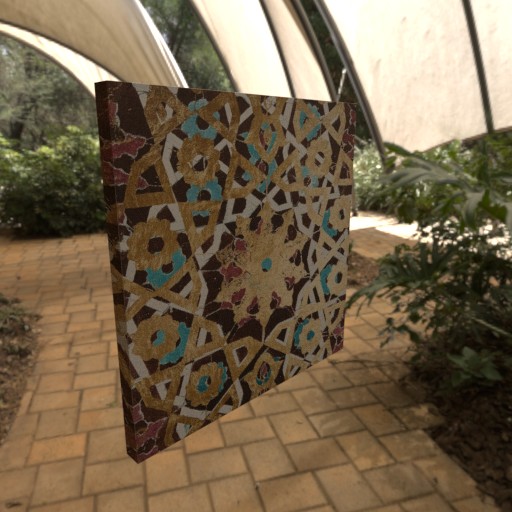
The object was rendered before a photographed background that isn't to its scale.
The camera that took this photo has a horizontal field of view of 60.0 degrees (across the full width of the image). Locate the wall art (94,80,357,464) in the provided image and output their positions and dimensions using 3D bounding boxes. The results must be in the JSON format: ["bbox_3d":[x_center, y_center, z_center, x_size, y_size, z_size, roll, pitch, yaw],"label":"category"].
[{"bbox_3d":[0.000,0.000,0.898,0.609,0.613,0.041,-14,21,-43],"label":"wall art"}]
